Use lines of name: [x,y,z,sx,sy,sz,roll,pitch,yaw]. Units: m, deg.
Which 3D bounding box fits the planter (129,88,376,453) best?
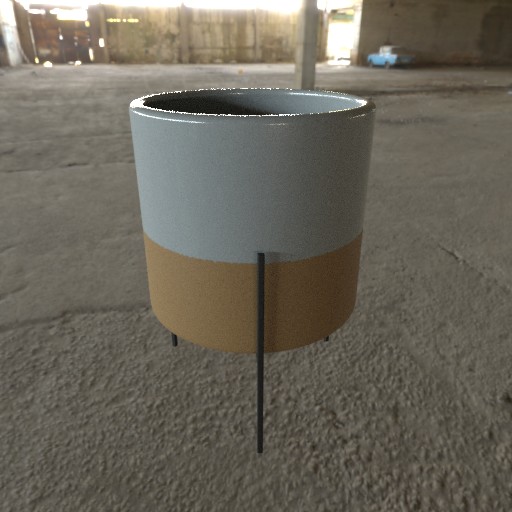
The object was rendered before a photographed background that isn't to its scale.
planter: [0.000,0.000,0.644,0.310,0.432,0.310,-8,27,-16]
